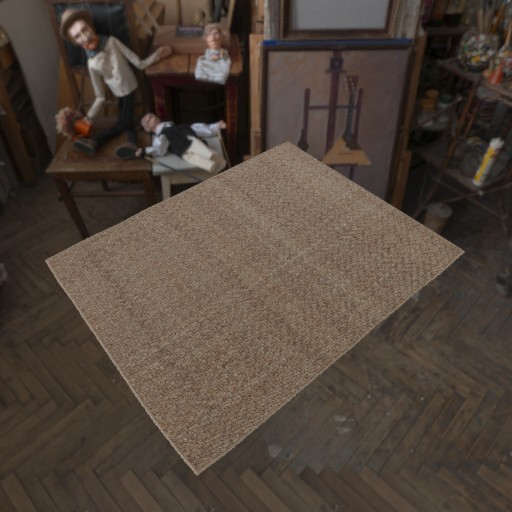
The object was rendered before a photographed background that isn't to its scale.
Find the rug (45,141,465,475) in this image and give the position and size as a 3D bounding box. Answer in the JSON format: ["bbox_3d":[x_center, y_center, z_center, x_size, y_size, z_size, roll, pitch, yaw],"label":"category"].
[{"bbox_3d":[0.000,0.000,4.057,3.048,0.013,2.439,-32,54,-26],"label":"rug"}]
